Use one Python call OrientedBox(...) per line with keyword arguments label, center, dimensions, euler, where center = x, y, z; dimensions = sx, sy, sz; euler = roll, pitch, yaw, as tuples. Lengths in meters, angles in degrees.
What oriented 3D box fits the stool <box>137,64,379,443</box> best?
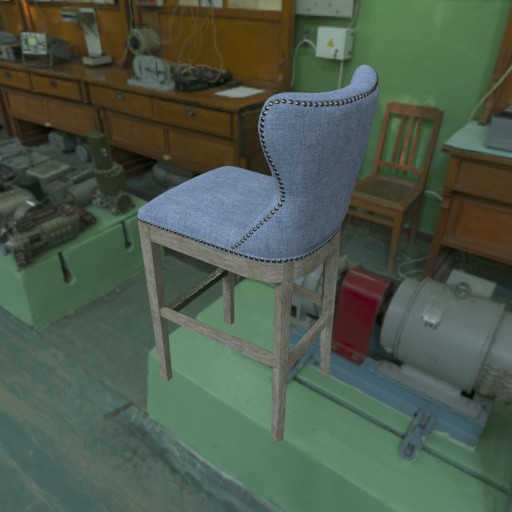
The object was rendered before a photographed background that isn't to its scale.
OrientedBox(label="stool", center=(0.000, 0.000, 1.421), dimensions=(0.606, 1.123, 0.494), euler=(20, 38, 29))
